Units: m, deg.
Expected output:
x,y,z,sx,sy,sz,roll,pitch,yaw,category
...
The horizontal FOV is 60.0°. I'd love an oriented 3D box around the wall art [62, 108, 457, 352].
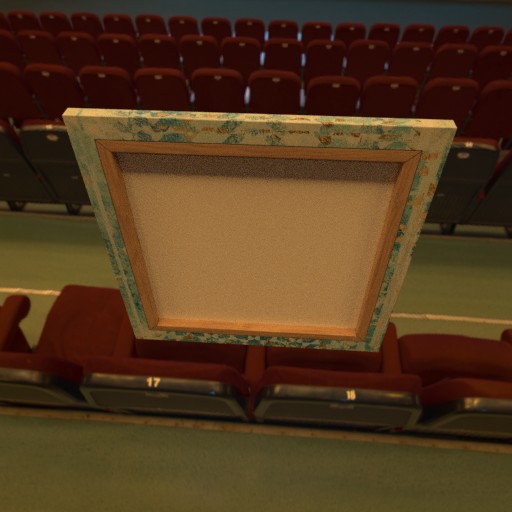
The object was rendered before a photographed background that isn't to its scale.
x,y,z,sx,sy,sz,roll,pitch,yaw,category
0.000,0.000,1.361,0.916,0.916,0.040,3,45,3,wall art
